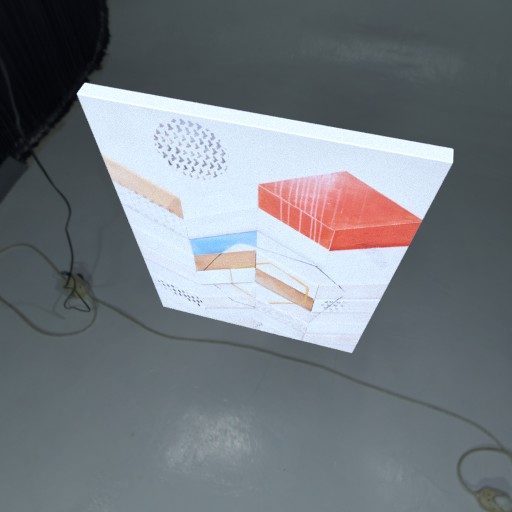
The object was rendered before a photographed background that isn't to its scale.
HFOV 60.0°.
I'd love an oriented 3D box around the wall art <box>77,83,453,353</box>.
[{"bbox_3d":[0.000,0.000,1.571,0.914,1.221,0.046,13,59,8],"label":"wall art"}]
